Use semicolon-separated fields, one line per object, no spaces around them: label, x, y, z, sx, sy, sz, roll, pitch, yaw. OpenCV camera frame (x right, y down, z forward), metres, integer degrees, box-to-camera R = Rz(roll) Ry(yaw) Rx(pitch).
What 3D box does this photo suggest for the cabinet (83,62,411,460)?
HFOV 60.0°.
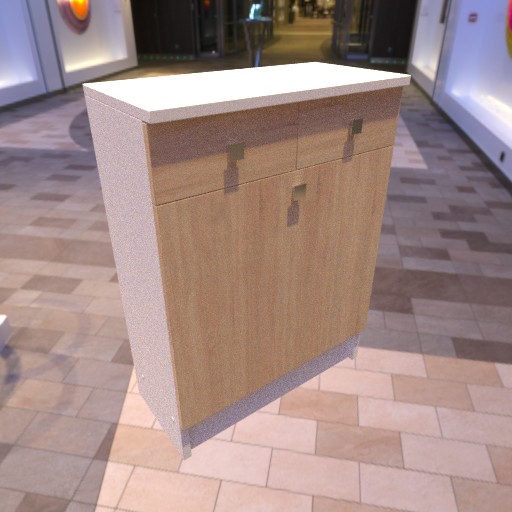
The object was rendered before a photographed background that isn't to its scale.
cabinet;0.000;0.000;1.090;0.600;0.815;0.296;-20;35;-31
